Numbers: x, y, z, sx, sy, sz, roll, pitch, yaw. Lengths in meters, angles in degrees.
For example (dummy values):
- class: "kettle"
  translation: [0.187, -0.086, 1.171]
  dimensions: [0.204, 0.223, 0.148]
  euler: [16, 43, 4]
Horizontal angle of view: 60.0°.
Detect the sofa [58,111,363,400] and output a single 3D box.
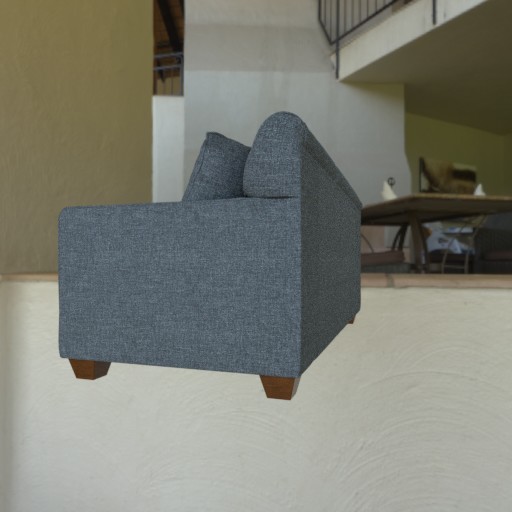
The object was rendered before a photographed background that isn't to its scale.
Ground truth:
- class: "sofa"
  translation: [0.000, 0.000, 2.477]
  dimensions: [0.997, 0.958, 2.024]
  euler: [0, -1, 19]
